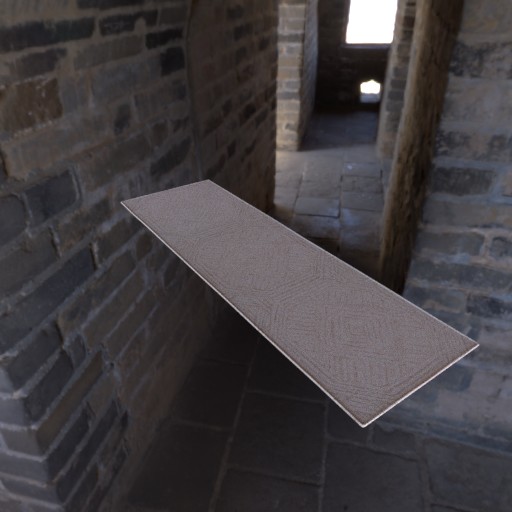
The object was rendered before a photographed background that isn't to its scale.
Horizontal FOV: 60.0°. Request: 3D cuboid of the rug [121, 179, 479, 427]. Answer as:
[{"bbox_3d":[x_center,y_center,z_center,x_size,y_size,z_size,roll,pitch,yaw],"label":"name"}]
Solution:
[{"bbox_3d":[0.000,0.000,2.691,0.775,0.012,2.452,-20,37,-30],"label":"rug"}]
